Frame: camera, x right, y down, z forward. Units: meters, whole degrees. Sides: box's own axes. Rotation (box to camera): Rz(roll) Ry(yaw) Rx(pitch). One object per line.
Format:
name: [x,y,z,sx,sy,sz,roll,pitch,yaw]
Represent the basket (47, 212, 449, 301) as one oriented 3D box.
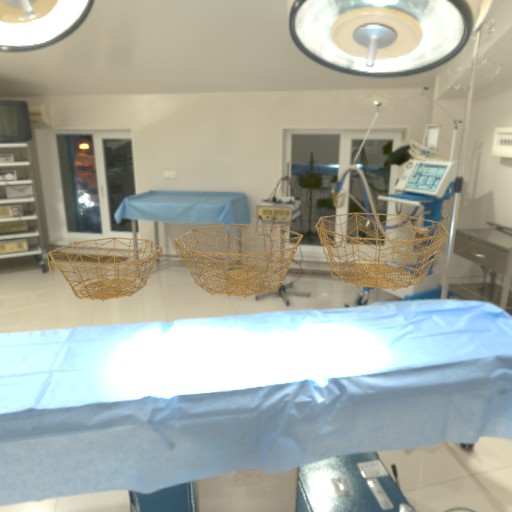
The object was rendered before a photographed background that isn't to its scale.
basket: [0.000,0.000,1.410,1.245,0.178,0.432,-2,16,-8]
